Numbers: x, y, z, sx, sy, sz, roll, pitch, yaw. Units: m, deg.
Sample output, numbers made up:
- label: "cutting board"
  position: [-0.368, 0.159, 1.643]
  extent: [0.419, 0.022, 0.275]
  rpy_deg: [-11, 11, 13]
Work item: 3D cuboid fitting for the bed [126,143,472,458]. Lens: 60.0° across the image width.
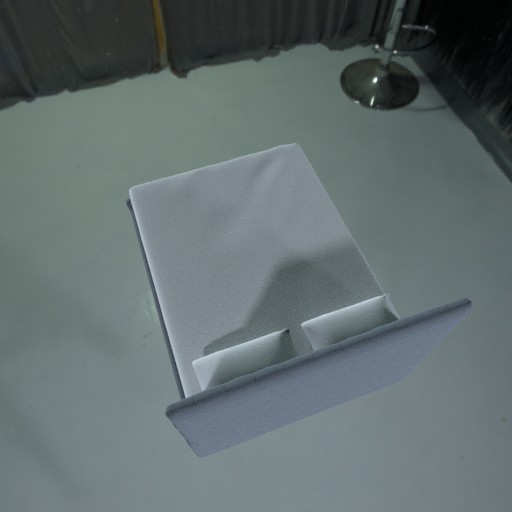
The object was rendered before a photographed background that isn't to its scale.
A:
- label: "bed"
  position: [0.000, 0.000, 3.343]
  extent: [1.698, 1.427, 2.231]
  rpy_deg: [-17, 60, -10]
